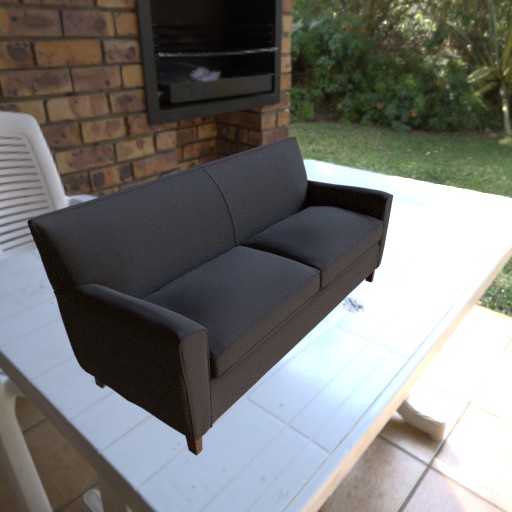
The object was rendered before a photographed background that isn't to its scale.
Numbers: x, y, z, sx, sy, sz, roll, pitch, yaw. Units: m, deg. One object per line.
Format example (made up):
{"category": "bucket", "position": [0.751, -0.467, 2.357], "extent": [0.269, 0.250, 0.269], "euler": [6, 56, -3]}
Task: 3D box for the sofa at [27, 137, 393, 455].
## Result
{"category": "sofa", "position": [0.000, 0.000, 2.475], "extent": [0.843, 0.907, 2.002], "euler": [18, 32, 32]}
